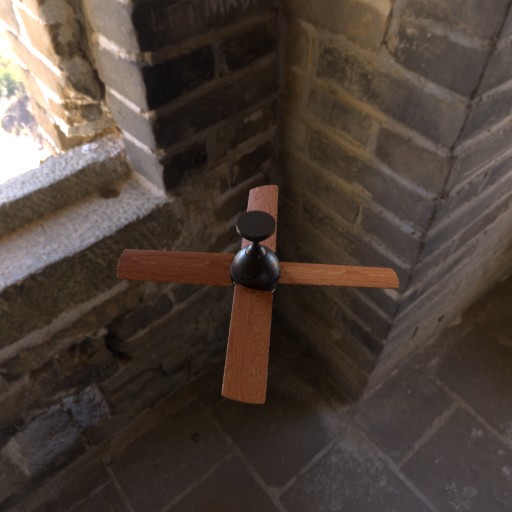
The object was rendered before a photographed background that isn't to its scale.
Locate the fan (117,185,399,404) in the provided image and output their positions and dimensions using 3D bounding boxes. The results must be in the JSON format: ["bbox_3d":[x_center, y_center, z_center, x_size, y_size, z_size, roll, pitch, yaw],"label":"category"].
[{"bbox_3d":[0.000,0.000,2.043,1.332,0.403,1.332,3,46,3],"label":"fan"}]
